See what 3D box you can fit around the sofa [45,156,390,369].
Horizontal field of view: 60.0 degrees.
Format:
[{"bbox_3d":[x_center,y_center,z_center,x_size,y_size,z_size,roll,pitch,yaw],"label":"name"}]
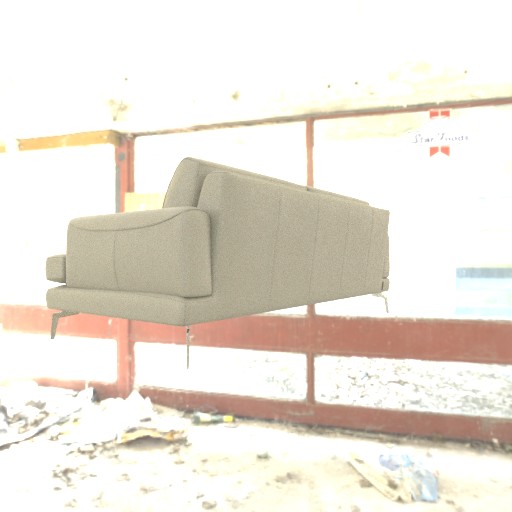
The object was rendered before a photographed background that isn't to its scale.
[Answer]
[{"bbox_3d":[0.000,0.000,2.489,0.974,0.765,1.940,0,0,37],"label":"sofa"}]
